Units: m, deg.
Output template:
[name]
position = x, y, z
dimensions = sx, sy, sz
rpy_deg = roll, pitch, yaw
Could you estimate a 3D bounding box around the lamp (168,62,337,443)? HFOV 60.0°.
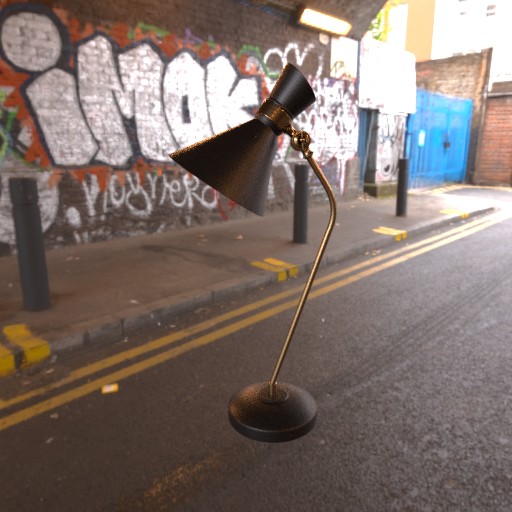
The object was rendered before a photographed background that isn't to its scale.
[lamp]
position = 0.000, 0.000, 0.793
dimensions = 0.292, 0.647, 0.189
rpy_deg = -2, 14, -7
